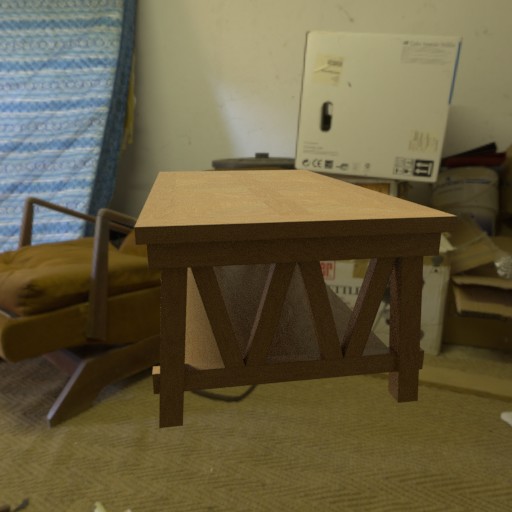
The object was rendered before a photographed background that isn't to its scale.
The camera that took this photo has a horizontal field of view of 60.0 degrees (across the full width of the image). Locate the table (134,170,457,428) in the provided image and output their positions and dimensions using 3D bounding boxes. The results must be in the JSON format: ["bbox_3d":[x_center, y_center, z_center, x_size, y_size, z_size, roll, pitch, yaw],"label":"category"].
[{"bbox_3d":[0.000,0.000,1.619,0.711,0.507,1.270,-3,16,-9],"label":"table"}]
